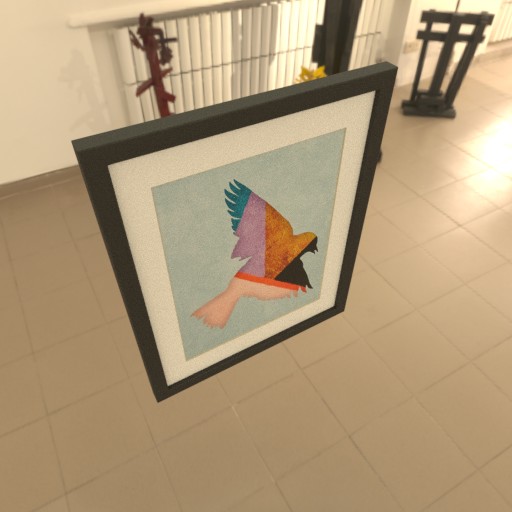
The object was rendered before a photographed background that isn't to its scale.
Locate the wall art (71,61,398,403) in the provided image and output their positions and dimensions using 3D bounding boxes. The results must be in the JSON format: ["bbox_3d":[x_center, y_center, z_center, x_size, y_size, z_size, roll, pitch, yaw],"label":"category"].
[{"bbox_3d":[0.000,0.000,0.757,0.457,0.558,0.028,-22,48,-21],"label":"wall art"}]
